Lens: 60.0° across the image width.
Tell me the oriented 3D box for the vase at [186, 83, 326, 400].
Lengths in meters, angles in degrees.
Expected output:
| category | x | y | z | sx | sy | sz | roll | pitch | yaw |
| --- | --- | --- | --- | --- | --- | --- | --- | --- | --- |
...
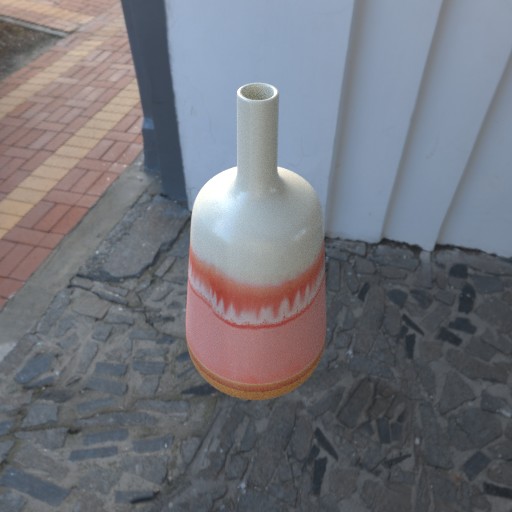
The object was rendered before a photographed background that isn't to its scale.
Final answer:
| category | x | y | z | sx | sy | sz | roll | pitch | yaw |
| --- | --- | --- | --- | --- | --- | --- | --- | --- | --- |
| vase | 0.000 | 0.000 | 0.382 | 0.144 | 0.296 | 0.144 | 0 | 46 | 0 |
